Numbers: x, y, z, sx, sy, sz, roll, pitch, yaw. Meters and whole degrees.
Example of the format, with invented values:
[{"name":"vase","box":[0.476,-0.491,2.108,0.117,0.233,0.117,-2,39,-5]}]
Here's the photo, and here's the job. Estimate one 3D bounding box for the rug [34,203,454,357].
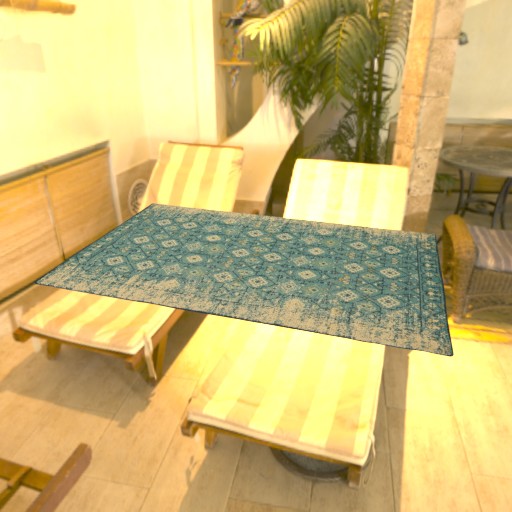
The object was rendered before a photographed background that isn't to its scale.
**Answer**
[{"name":"rug","box":[0.000,0.000,3.092,2.449,0.015,1.530,8,27,15]}]
